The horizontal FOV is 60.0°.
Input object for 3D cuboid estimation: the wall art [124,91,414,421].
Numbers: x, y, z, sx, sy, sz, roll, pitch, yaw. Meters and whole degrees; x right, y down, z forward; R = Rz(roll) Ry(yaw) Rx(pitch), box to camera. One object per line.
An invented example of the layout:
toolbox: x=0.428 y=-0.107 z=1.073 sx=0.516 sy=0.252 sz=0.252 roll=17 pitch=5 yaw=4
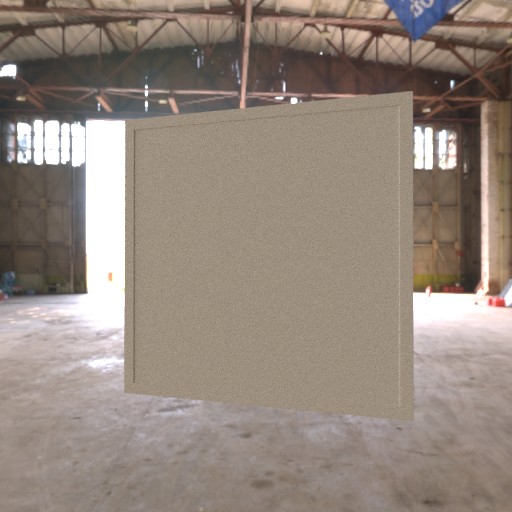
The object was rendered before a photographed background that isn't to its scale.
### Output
wall art: x=0.000 y=0.000 z=0.987 sx=0.660 sy=0.660 sz=0.015 roll=0 pitch=0 yaw=16
